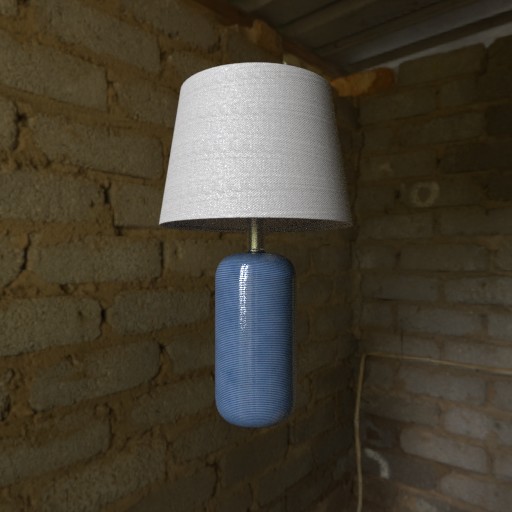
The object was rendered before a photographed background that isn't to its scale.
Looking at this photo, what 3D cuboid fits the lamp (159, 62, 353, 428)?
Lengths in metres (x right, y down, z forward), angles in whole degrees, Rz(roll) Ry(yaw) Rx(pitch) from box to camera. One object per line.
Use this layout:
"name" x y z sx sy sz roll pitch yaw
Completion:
"lamp" 0.000 0.000 0.590 0.253 0.428 0.253 0 -1 0
